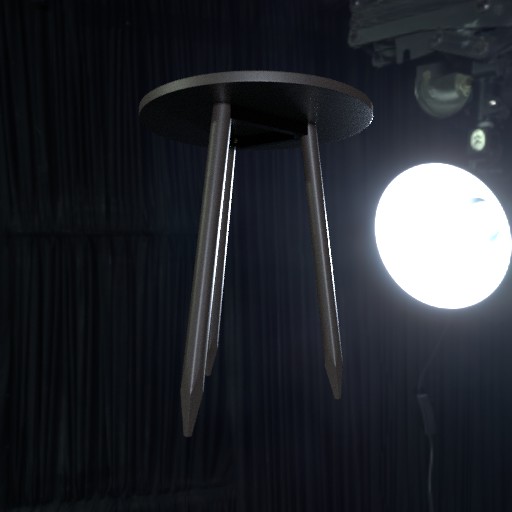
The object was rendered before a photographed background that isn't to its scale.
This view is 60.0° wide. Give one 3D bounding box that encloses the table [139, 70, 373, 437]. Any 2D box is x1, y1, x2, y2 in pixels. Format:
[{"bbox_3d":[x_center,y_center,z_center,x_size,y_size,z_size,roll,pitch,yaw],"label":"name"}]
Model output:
[{"bbox_3d":[0.000,0.000,0.900,0.457,0.585,0.457,0,0,0],"label":"table"}]
